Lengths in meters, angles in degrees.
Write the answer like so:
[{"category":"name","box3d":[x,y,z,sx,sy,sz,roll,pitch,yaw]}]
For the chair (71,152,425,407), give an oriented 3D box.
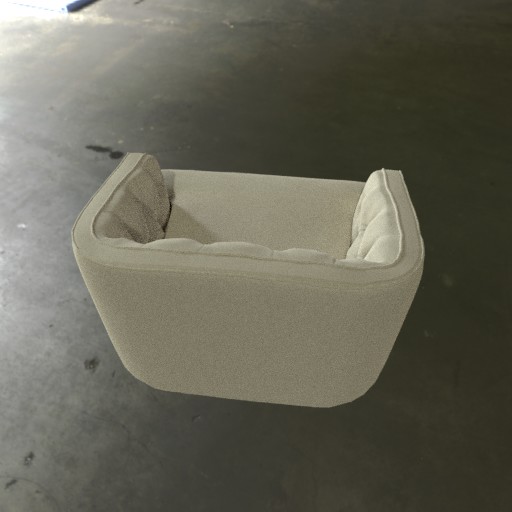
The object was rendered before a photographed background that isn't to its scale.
[{"category":"chair","box3d":[0.000,0.000,1.751,1.104,0.852,0.941,5,48,4]}]
